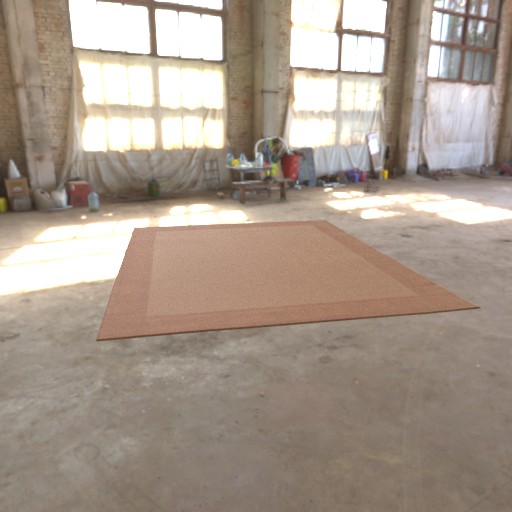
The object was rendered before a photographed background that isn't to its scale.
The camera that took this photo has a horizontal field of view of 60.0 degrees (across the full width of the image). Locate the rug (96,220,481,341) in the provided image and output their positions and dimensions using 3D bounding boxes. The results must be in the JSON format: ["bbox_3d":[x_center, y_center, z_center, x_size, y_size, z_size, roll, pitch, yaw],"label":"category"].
[{"bbox_3d":[0.000,0.000,4.144,2.431,0.021,3.057,-3,16,-11],"label":"rug"}]
